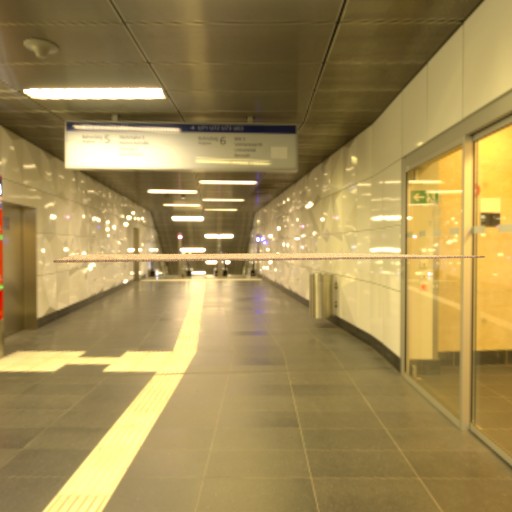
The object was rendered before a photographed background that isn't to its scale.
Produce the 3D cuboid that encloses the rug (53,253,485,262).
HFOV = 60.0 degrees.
[{"bbox_3d":[0.000,0.000,2.345,1.840,0.013,1.225,0,1,-19],"label":"rug"}]
